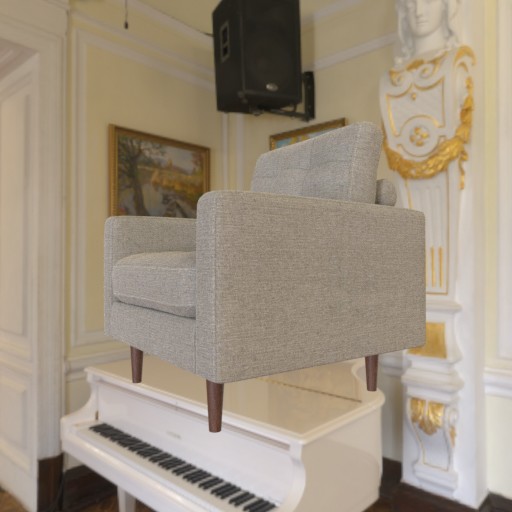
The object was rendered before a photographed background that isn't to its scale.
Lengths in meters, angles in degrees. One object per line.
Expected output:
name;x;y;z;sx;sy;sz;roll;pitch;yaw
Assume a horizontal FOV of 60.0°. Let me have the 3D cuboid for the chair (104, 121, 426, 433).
chair;0.000;0.000;1.520;0.843;0.880;0.821;0;-1;-36
